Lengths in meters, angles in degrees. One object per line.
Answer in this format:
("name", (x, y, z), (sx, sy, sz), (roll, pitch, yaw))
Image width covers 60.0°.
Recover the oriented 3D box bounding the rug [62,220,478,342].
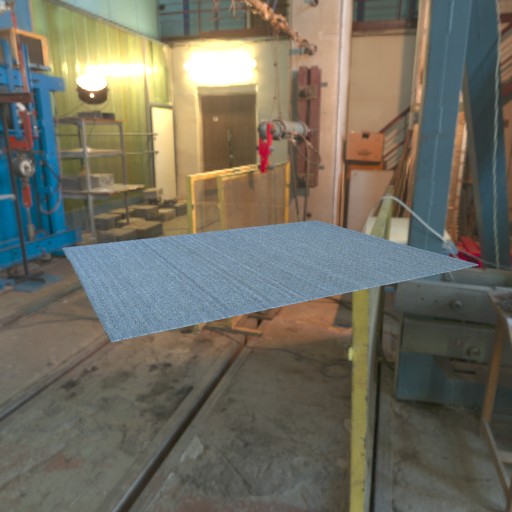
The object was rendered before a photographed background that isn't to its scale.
("rug", (0.000, 0.000, 4.252), (3.200, 0.007, 2.443), (-8, 17, -28))
